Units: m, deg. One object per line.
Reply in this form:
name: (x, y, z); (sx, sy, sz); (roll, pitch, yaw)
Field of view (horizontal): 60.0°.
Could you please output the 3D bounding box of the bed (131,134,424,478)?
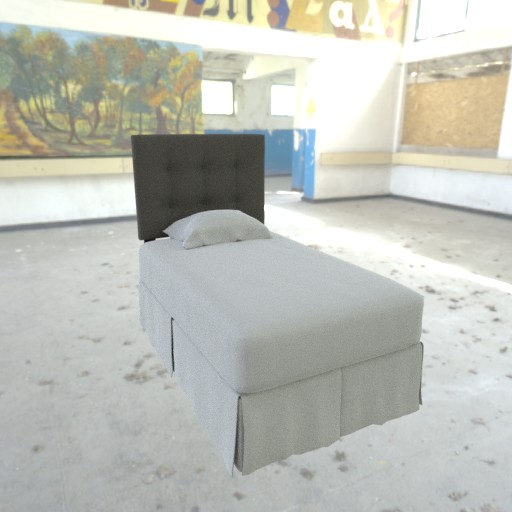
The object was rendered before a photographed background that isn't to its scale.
bed: (0.000, 0.000, 2.991); (1.261, 1.571, 1.997); (-8, 18, -26)
